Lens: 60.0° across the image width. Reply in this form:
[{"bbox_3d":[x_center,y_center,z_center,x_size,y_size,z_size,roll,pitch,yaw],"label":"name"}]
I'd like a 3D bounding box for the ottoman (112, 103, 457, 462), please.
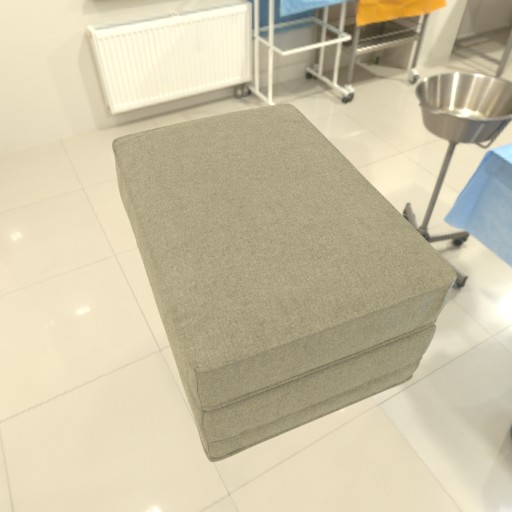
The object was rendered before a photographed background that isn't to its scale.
[{"bbox_3d":[0.000,0.000,1.243,0.611,0.508,0.848,-17,48,-15],"label":"ottoman"}]
